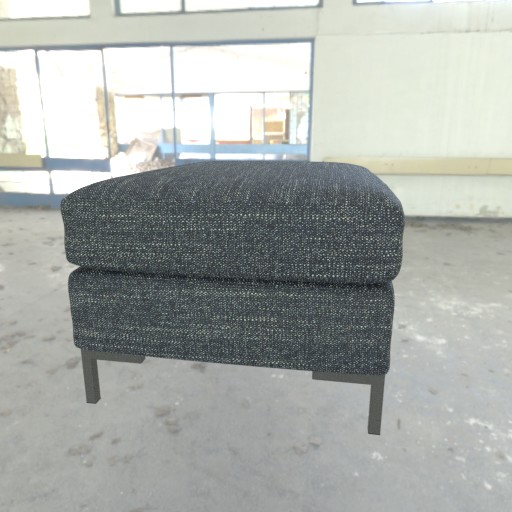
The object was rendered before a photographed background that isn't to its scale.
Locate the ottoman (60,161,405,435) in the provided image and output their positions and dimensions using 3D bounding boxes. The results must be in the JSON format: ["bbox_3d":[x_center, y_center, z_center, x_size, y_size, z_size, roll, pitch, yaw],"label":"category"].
[{"bbox_3d":[0.000,0.000,1.212,0.667,0.491,0.814,3,15,10],"label":"ottoman"}]
